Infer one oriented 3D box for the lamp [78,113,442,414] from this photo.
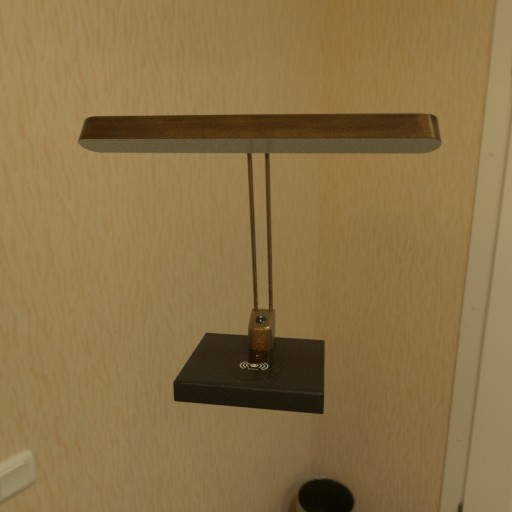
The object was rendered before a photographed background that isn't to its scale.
[{"bbox_3d":[0.000,0.000,0.577,0.412,0.345,0.156,2,14,9],"label":"lamp"}]
